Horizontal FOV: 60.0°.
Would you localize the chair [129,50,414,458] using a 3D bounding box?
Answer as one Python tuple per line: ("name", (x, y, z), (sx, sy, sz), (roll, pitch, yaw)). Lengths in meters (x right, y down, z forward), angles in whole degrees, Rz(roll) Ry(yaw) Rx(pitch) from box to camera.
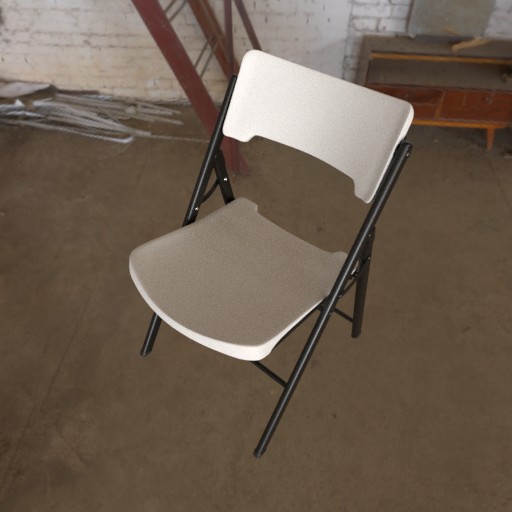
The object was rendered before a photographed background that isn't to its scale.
("chair", (0.000, 0.000, 1.103), (0.482, 0.765, 0.577), (32, 54, 27))
